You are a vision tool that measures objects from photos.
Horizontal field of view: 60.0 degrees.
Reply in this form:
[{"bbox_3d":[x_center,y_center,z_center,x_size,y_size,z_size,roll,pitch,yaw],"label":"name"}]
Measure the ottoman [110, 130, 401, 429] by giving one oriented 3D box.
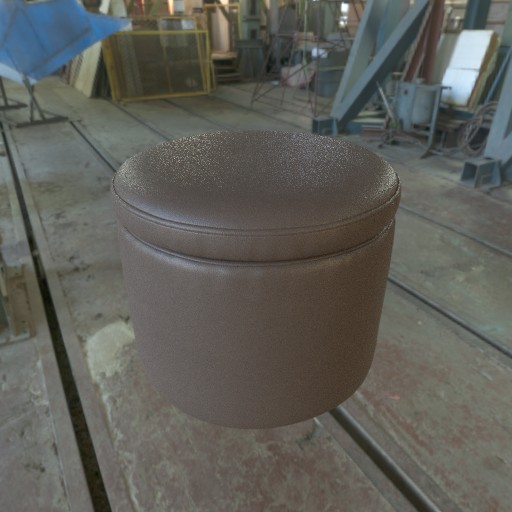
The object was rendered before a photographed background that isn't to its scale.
[{"bbox_3d":[0.000,0.000,0.865,0.500,0.409,0.500,0,29,0],"label":"ottoman"}]
